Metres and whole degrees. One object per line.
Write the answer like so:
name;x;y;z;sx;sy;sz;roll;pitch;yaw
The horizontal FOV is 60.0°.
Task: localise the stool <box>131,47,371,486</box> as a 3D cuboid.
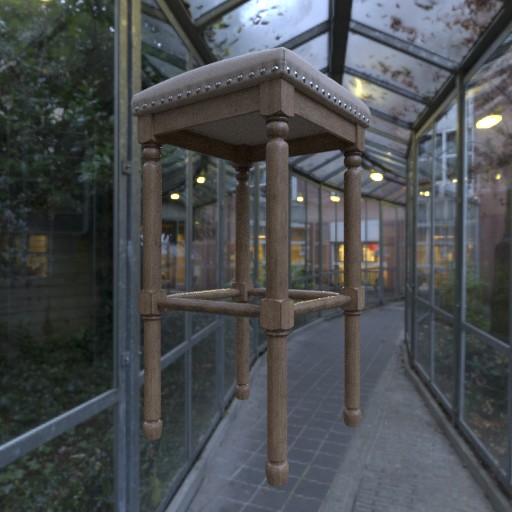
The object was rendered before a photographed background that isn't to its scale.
stool;0.000;0.000;0.974;0.383;0.768;0.382;0;0;36
